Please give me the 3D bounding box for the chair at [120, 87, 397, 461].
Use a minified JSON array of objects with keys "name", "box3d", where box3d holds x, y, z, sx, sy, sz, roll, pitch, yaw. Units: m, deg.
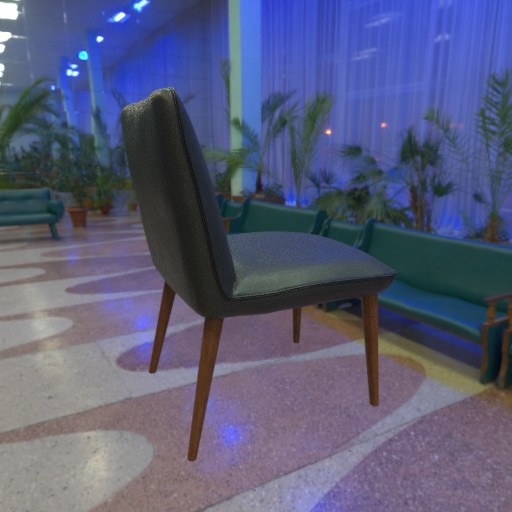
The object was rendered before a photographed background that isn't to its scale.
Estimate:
[{"name":"chair","box3d":[0.000,0.000,1.215,0.645,0.801,0.543,-8,16,-28]}]
